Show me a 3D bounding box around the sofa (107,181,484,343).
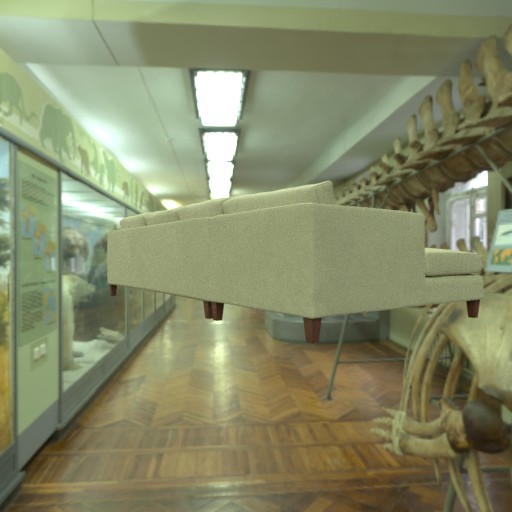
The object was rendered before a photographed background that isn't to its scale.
[{"bbox_3d":[0.000,0.000,3.884,1.625,0.846,3.186,0,0,-36],"label":"sofa"}]
